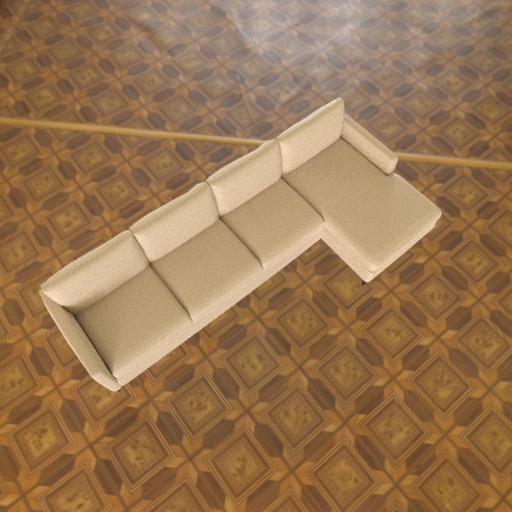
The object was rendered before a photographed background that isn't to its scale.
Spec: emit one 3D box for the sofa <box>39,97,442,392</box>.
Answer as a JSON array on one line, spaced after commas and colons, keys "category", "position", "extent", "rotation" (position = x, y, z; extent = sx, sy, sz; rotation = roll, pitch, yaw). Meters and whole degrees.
[{"category": "sofa", "position": [0.000, 0.000, 3.231], "extent": [2.731, 0.755, 1.258], "rotation": [-36, 68, -17]}]
